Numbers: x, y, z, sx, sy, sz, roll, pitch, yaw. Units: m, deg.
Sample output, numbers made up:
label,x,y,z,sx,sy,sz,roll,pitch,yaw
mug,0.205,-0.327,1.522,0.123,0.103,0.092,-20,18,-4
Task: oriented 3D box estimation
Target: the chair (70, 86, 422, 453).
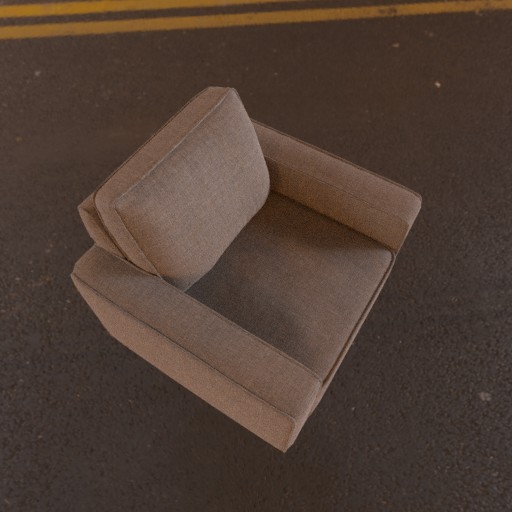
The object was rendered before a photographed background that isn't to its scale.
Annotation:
label,x,y,z,sx,sy,sz,roll,pitch,yaw
chair,0.000,0.000,1.727,0.940,0.914,1.016,28,62,16
